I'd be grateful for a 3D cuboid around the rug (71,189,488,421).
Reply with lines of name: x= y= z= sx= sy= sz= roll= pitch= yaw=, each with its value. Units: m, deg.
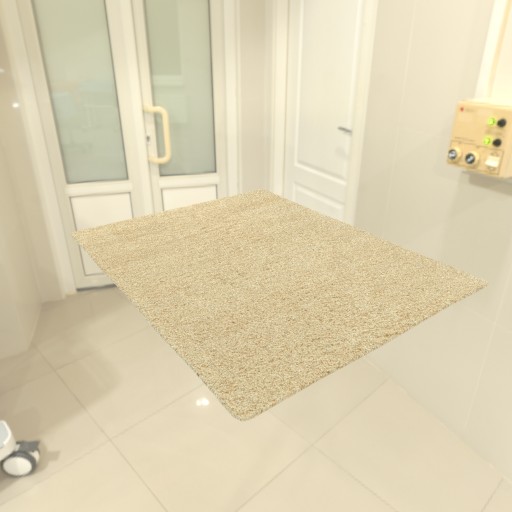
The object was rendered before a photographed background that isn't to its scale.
rug: x=0.000 y=0.000 z=3.955 sx=2.401 sy=0.025 sz=3.001 roll=-18 pitch=32 yaw=-32
